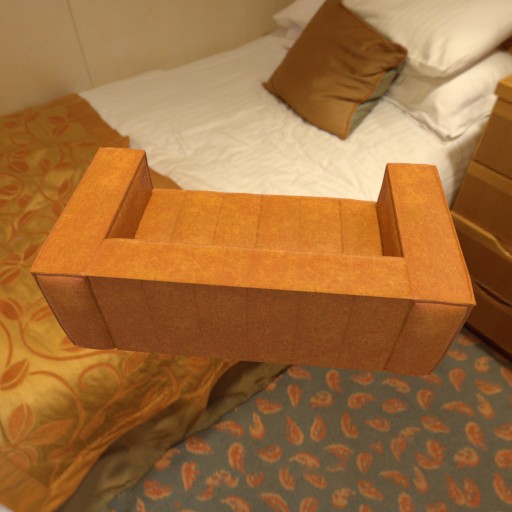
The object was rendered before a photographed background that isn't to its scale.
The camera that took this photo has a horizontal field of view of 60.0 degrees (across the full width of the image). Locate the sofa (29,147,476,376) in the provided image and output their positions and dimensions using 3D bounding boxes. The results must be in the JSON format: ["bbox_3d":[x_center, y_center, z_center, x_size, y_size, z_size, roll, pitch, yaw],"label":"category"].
[{"bbox_3d":[0.000,0.000,2.587,2.088,0.703,1.102,4,47,4],"label":"sofa"}]
